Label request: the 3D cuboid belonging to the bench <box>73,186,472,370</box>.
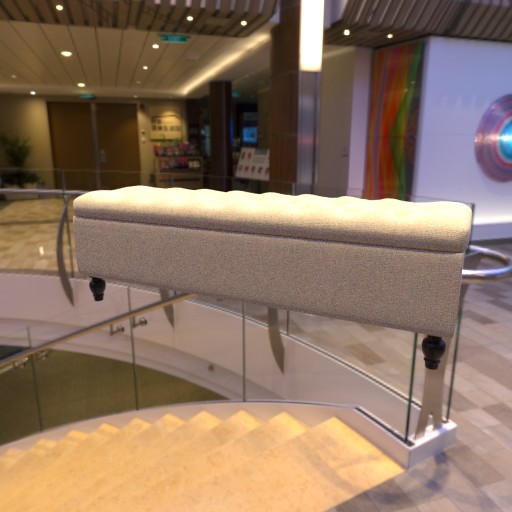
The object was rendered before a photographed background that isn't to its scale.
[{"bbox_3d":[0.000,0.000,1.728,1.480,0.467,0.455,7,16,25],"label":"bench"}]
